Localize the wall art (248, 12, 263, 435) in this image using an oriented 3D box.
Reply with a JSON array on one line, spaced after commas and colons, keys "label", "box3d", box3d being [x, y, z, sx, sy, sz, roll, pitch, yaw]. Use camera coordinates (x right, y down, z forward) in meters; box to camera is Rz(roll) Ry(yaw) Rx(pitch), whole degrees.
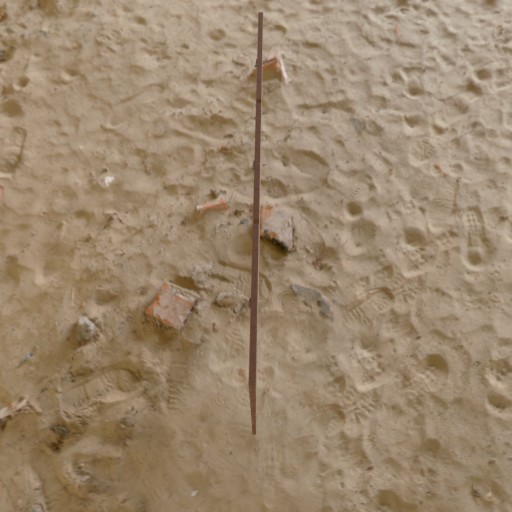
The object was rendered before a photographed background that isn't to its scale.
[{"label": "wall art", "box3d": [0.000, 0.000, 1.759, 0.024, 1.218, 1.221, 1, 63, 1]}]
